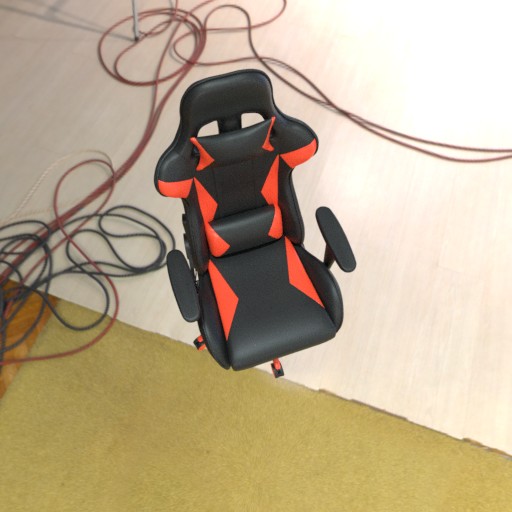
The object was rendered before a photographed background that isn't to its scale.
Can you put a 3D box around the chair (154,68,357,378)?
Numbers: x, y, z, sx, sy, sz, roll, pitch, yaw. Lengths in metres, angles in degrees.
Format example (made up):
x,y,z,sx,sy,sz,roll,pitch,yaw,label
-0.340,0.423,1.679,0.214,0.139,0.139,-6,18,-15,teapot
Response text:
x,y,z,sx,sy,sz,roll,pitch,yaw,label
0.000,0.000,1.717,0.695,1.282,0.730,-17,64,-8,chair
